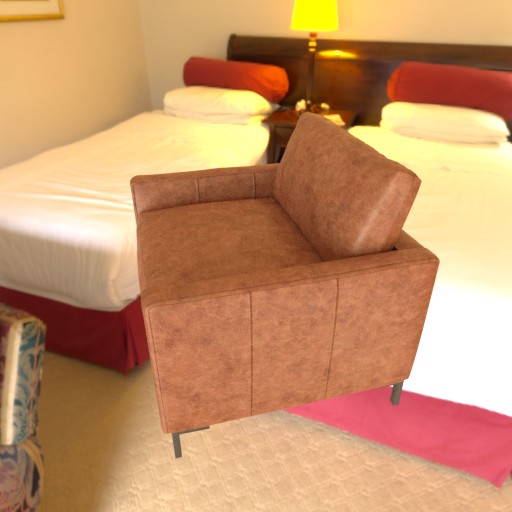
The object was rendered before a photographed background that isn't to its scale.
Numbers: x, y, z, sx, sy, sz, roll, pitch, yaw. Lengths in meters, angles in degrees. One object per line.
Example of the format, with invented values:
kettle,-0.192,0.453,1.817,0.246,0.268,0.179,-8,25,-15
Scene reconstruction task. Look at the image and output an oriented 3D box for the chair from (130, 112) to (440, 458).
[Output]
chair,0.000,0.000,1.657,0.862,0.869,0.967,-8,31,-13
